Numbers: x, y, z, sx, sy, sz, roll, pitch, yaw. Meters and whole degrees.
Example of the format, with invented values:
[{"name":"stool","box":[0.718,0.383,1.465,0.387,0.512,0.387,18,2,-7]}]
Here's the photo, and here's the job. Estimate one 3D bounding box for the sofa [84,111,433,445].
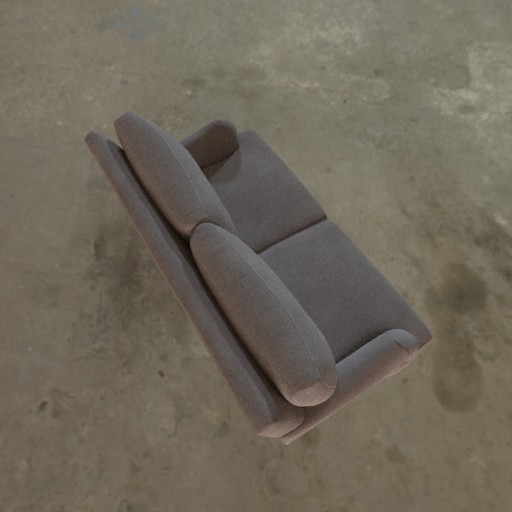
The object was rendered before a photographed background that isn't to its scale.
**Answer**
[{"name":"sofa","box":[0.000,0.000,2.510,1.084,1.101,1.853,-28,63,-16]}]
